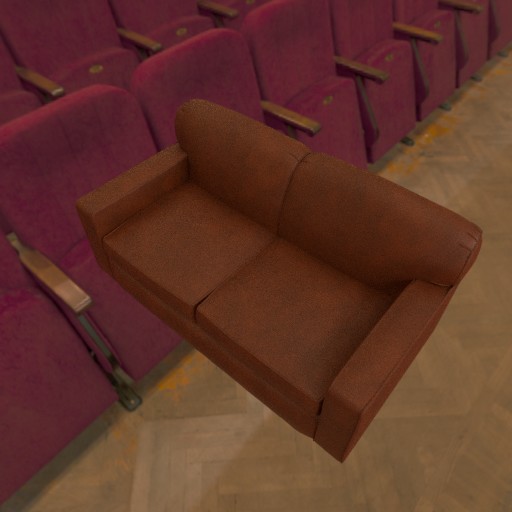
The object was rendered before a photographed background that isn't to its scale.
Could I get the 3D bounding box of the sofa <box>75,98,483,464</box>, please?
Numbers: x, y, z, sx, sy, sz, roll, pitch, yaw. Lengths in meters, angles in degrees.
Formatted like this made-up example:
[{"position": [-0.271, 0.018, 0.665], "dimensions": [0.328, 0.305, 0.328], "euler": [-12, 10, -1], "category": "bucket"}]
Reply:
[{"position": [0.000, 0.000, 2.373], "dimensions": [1.856, 0.966, 1.000], "euler": [32, 55, 26], "category": "sofa"}]
